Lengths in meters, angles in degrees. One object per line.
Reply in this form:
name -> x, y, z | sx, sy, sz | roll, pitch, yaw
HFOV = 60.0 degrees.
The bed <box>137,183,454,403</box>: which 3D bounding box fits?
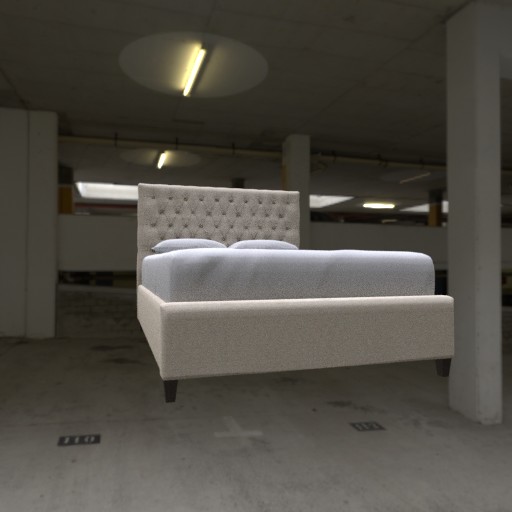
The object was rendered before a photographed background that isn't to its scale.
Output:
bed -> 0.000, 0.000, 3.453 | 1.698, 1.427, 2.387 | 0, -1, -17
